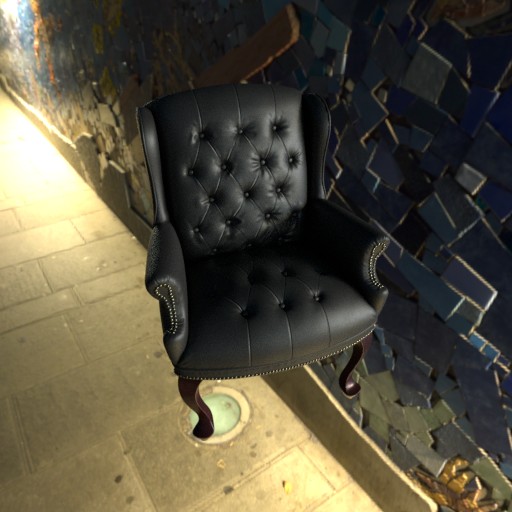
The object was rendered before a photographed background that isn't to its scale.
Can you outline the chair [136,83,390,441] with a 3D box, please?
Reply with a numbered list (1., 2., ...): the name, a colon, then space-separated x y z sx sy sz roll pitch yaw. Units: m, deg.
1. chair: 0.000 0.000 1.660 0.838 1.111 0.762 -10 34 -16
